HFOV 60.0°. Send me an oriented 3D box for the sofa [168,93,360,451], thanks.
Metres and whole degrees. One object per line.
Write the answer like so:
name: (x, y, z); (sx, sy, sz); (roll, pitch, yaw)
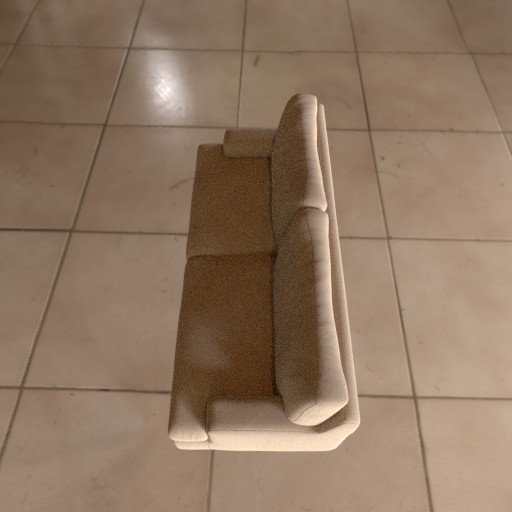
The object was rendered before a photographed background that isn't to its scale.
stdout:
sofa: (0.000, 0.000, 2.751); (0.929, 0.925, 2.147); (0, 57, 0)
